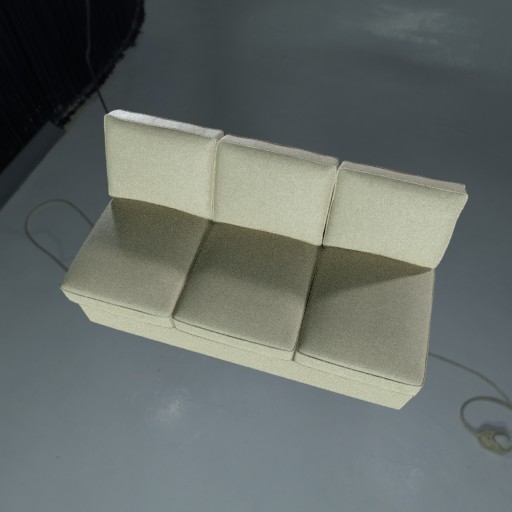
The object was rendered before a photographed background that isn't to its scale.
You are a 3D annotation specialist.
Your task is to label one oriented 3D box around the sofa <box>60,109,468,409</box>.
[{"bbox_3d":[0.000,0.000,2.486,1.962,0.973,1.027,14,58,9],"label":"sofa"}]
